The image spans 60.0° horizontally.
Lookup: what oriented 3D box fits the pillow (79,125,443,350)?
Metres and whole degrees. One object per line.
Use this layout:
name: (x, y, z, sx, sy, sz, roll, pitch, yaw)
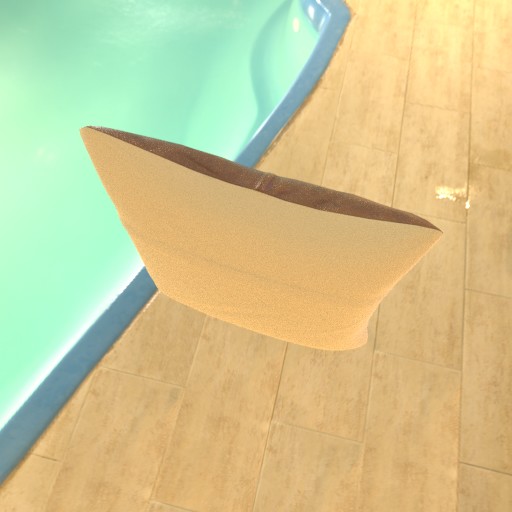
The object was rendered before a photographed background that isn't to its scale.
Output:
pillow: (0.000, 0.000, 0.746, 0.484, 0.470, 0.192, 17, 65, 8)
